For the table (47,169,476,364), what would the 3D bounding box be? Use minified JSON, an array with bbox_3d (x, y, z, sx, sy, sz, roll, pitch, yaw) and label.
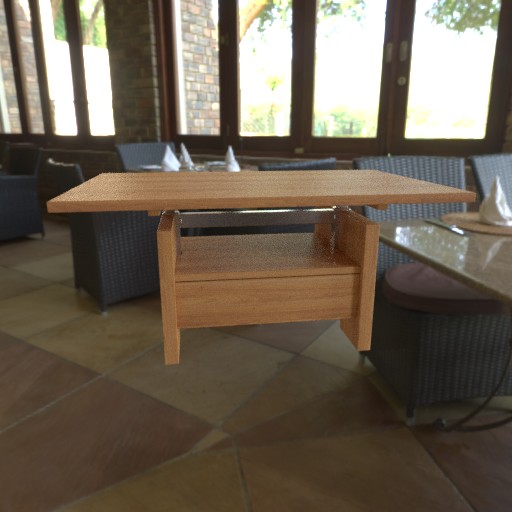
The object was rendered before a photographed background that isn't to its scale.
[{"bbox_3d":[0.000,0.000,1.524,1.100,0.510,0.700,-2,16,-8],"label":"table"}]
